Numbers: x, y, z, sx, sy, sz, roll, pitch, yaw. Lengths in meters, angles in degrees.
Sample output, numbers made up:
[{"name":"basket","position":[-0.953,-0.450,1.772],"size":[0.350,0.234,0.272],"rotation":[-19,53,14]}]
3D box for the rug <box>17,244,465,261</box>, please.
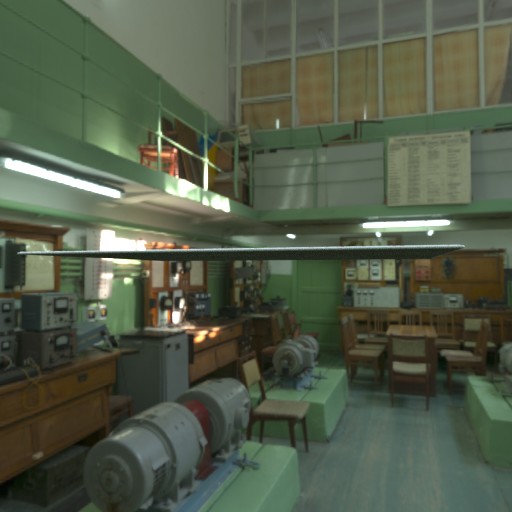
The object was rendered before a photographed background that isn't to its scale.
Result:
[{"name":"rug","position":[0.000,0.000,2.818],"size":[2.202,0.014,1.598],"rotation":[-1,-2,17]}]
